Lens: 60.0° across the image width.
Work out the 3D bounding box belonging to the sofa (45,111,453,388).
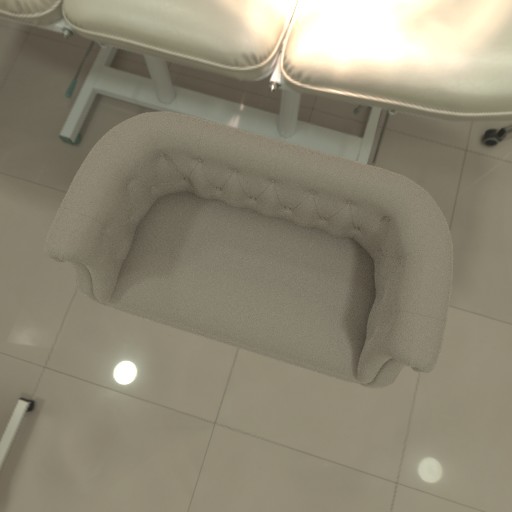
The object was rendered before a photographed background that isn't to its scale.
[{"bbox_3d":[0.000,0.000,2.055,1.558,0.827,0.835,16,76,4],"label":"sofa"}]
